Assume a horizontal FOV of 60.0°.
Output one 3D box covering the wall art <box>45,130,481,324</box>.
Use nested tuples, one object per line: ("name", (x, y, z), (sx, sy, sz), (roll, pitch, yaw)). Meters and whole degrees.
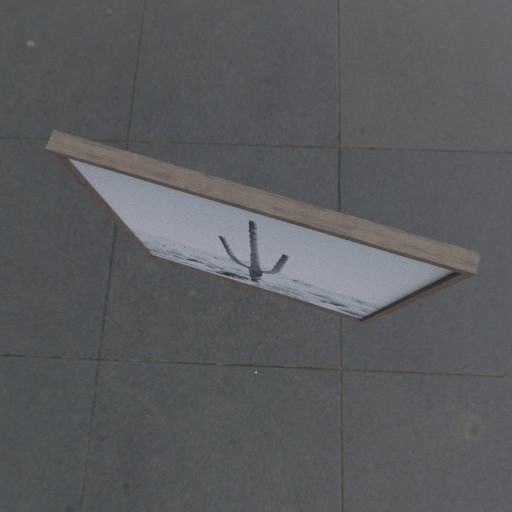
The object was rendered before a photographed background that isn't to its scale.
("wall art", (0.000, 0.000, 1.121), (0.762, 0.762, 0.038), (17, 76, 4))
